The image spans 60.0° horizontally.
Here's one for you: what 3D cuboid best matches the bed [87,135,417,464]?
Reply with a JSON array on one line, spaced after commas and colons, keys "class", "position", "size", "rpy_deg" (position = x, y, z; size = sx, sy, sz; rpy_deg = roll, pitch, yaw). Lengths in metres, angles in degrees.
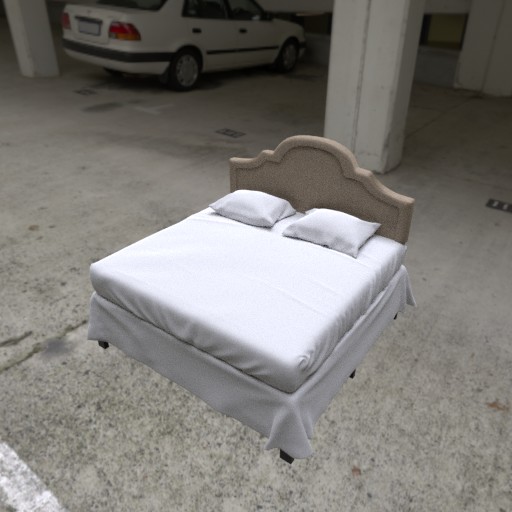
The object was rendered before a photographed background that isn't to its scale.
[{"class": "bed", "position": [0.000, 0.000, 3.776], "size": [2.303, 1.631, 2.222], "rpy_deg": [20, 35, 30]}]
